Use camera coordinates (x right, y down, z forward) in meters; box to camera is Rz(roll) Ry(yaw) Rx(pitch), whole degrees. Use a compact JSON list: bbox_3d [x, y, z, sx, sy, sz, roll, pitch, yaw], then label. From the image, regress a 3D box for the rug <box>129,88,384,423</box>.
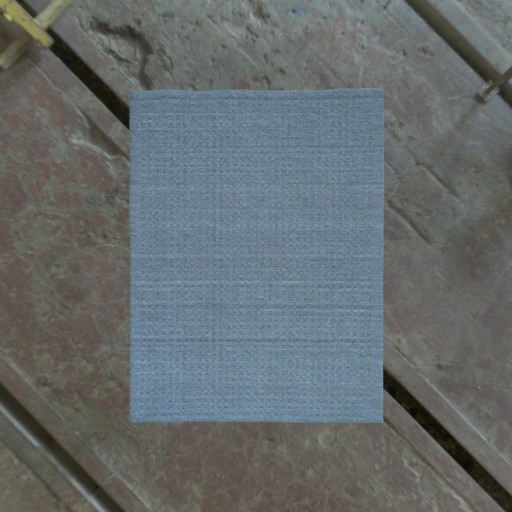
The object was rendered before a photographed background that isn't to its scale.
[{"bbox_3d":[0.000,0.000,4.247,2.443,0.007,3.200,0,90,1],"label":"rug"}]
